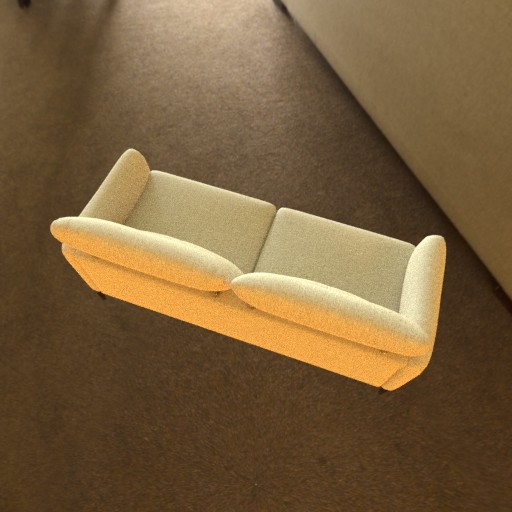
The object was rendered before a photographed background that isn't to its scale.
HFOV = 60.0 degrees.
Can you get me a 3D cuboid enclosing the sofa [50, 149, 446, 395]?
[{"bbox_3d":[0.000,0.000,2.517,2.015,0.956,0.856,17,64,9],"label":"sofa"}]
